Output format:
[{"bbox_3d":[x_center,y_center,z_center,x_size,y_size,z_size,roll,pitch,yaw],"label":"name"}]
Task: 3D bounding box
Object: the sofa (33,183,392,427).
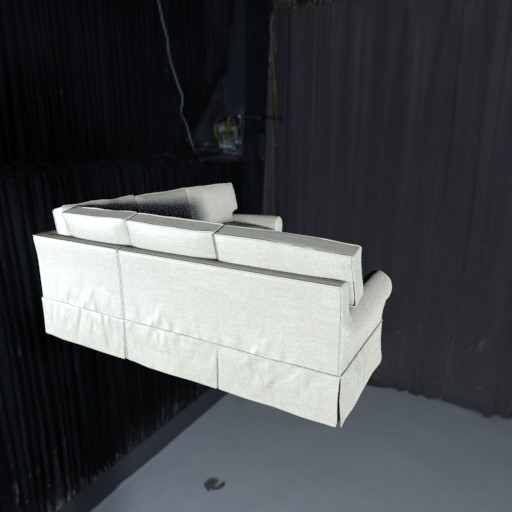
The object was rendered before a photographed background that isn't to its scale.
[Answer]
[{"bbox_3d":[0.000,0.000,4.057,2.618,1.081,2.623,8,17,28],"label":"sofa"}]
